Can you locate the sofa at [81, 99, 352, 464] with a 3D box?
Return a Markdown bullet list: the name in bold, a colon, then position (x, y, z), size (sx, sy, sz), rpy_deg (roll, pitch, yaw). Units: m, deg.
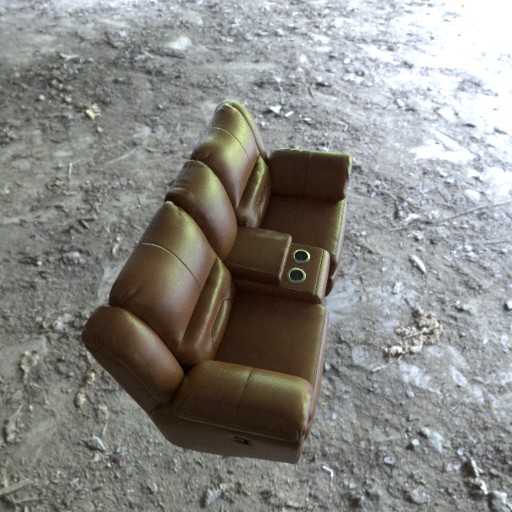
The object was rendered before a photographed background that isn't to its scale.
- **sofa**: position (0.000, 0.000, 2.604), size (0.991, 1.043, 2.058), rpy_deg (10, 48, 9)
